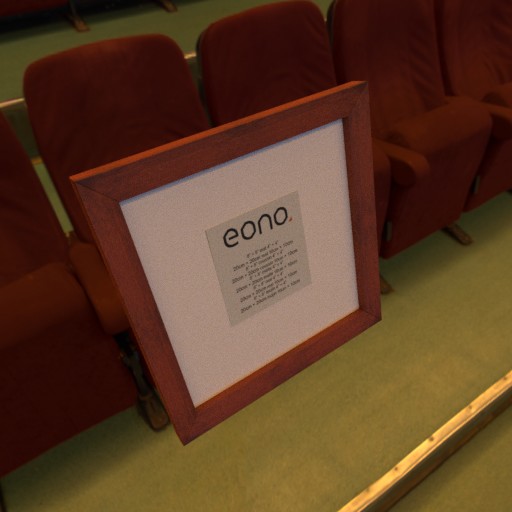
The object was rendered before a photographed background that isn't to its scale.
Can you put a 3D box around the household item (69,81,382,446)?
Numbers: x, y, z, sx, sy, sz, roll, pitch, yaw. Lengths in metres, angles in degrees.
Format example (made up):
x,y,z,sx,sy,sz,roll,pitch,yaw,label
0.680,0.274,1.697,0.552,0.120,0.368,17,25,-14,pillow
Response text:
x,y,z,sx,sy,sz,roll,pitch,yaw,label
0.000,0.000,0.388,0.240,0.240,0.131,-26,52,-23,household item
